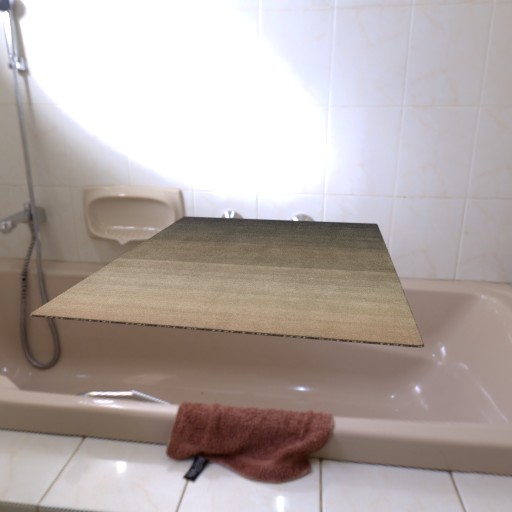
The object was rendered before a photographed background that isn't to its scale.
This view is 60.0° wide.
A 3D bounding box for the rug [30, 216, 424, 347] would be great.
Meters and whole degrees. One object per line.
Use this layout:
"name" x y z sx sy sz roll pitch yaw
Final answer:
"rug" 0.000 0.000 3.865 2.305 0.017 2.902 3 17 9
